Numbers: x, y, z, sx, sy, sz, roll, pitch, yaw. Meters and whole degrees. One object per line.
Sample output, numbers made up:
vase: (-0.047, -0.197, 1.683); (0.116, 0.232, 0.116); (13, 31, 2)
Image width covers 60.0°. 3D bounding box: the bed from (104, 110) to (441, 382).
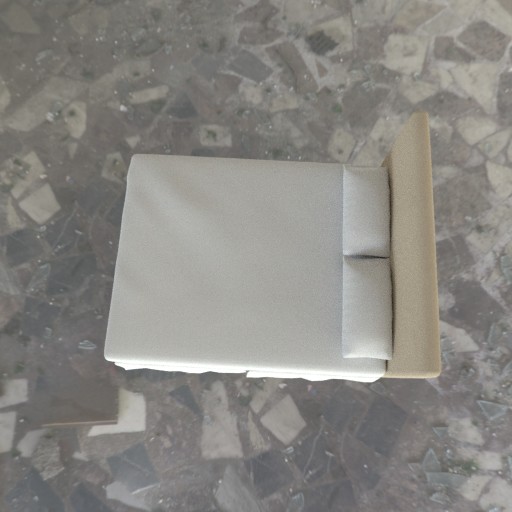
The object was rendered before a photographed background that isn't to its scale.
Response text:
bed: (0.000, 0.000, 3.241); (2.142, 1.330, 1.723); (3, 75, 1)
